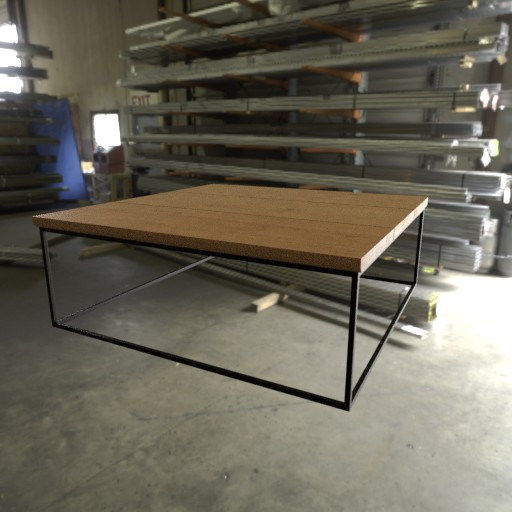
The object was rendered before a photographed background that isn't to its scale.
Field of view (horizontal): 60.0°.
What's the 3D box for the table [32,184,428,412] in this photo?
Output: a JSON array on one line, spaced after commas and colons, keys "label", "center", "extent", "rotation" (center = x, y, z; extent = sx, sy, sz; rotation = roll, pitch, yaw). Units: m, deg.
[{"label": "table", "center": [0.000, 0.000, 1.743], "extent": [1.100, 0.400, 1.100], "rotation": [8, 17, 27]}]
